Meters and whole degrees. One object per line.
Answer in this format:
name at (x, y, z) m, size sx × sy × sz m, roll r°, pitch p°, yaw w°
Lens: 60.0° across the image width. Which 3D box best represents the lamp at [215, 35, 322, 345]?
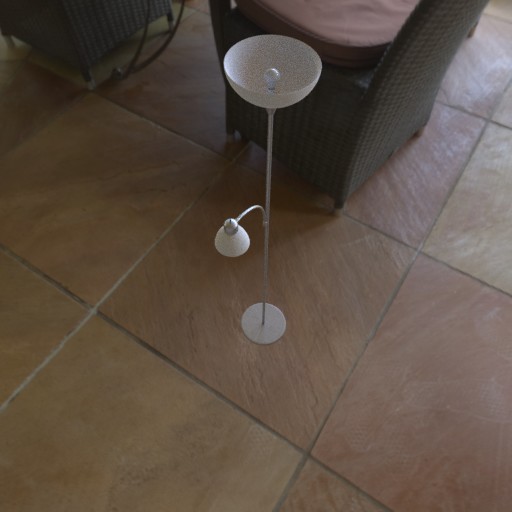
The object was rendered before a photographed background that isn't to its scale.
lamp at (0.000, 0.000, 1.952) m, size 0.279 × 1.804 × 0.425 m, roll 32°, pitch 63°, yaw 18°
